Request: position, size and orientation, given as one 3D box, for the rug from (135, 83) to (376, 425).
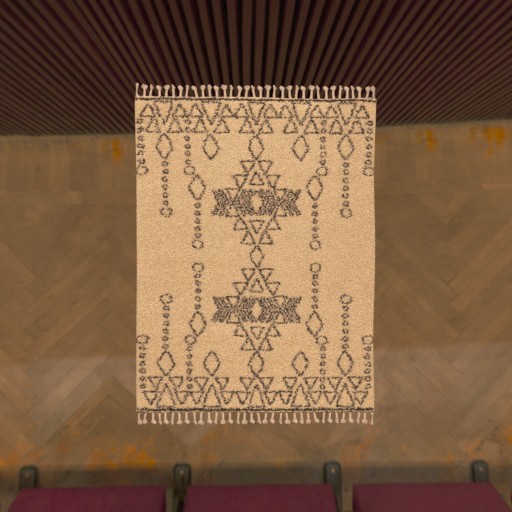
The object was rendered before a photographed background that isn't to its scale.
[{"bbox_3d":[0.000,0.000,3.926,2.125,0.028,3.027,0,91,-1],"label":"rug"}]
